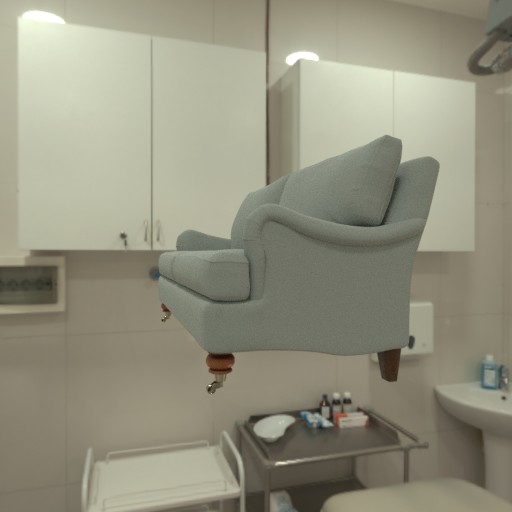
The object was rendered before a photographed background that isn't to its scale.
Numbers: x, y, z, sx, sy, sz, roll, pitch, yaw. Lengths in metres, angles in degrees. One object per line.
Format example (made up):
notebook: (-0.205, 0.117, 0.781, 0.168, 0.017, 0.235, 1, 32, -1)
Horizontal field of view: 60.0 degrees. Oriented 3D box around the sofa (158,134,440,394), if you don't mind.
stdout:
sofa: (0.000, 0.000, 2.826, 1.069, 1.096, 2.193, 0, 0, -17)
